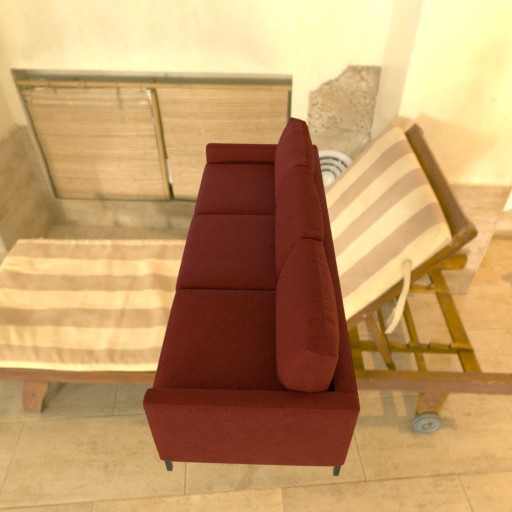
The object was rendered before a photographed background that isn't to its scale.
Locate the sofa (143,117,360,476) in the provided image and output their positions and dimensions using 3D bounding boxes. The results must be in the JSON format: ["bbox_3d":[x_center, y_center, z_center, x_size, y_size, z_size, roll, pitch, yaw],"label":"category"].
[{"bbox_3d":[0.000,0.000,2.664,0.875,0.879,2.252,1,41,1],"label":"sofa"}]
